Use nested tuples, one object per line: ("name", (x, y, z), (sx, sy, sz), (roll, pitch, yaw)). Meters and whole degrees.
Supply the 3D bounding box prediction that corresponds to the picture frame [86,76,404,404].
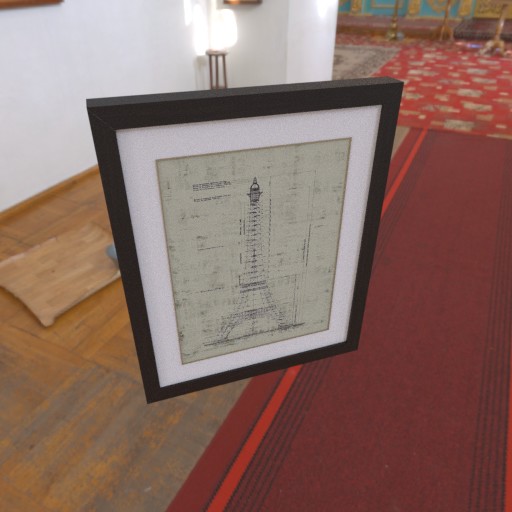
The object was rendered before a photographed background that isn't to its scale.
("picture frame", (0.000, 0.000, 0.772), (0.452, 0.555, 0.044), (-10, 35, -15))
